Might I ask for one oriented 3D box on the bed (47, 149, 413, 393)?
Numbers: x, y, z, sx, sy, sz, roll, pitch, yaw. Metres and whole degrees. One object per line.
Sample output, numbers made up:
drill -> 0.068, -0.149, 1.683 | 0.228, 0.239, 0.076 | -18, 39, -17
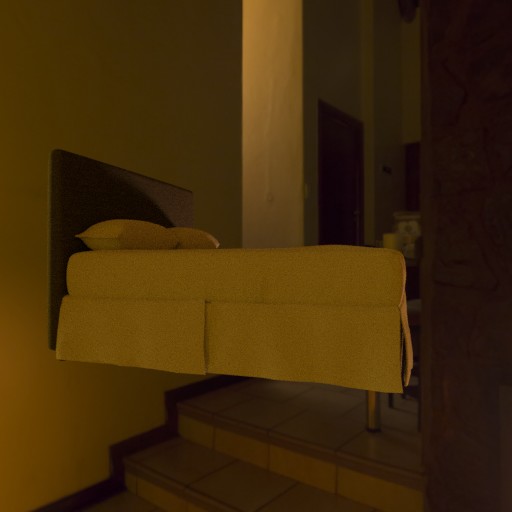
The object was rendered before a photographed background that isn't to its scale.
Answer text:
bed -> 0.000, 0.000, 3.234 | 2.142, 1.330, 1.884 | 0, -1, 19
